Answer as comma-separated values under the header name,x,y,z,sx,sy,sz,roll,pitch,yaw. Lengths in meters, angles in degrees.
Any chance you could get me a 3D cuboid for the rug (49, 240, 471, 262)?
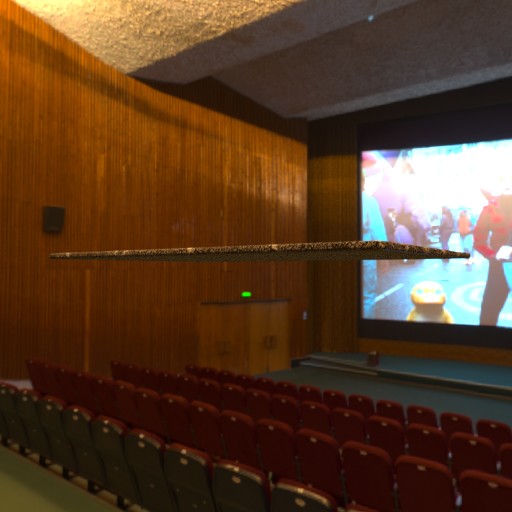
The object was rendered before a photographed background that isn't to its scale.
name,x,y,z,sx,sy,sz,roll,pitch,yaw
rug,0.000,0.000,2.255,1.778,0.030,1.219,-1,-2,36
